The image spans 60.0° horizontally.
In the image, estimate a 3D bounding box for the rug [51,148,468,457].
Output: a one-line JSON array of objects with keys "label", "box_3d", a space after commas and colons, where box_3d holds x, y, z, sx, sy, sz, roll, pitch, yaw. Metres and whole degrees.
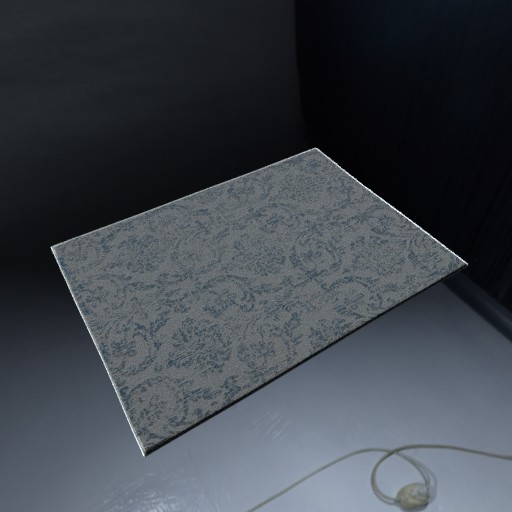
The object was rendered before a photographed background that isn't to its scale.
[{"label": "rug", "box_3d": [0.000, 0.000, 2.867, 2.197, 0.014, 1.586, -25, 51, -22]}]
